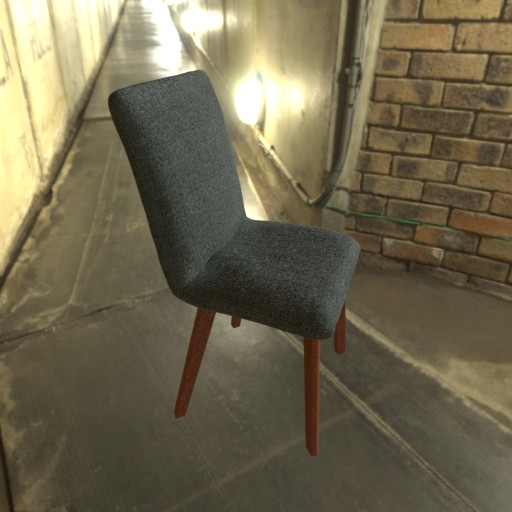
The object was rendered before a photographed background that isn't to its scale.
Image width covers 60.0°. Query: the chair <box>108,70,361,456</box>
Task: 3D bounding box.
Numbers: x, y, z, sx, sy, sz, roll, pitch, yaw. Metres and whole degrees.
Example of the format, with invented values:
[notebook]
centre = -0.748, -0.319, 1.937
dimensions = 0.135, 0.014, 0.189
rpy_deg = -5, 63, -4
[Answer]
[chair]
centre = 0.000, 0.000, 1.313
dimensions = 0.563, 0.974, 0.522
rpy_deg = 10, 31, 17
